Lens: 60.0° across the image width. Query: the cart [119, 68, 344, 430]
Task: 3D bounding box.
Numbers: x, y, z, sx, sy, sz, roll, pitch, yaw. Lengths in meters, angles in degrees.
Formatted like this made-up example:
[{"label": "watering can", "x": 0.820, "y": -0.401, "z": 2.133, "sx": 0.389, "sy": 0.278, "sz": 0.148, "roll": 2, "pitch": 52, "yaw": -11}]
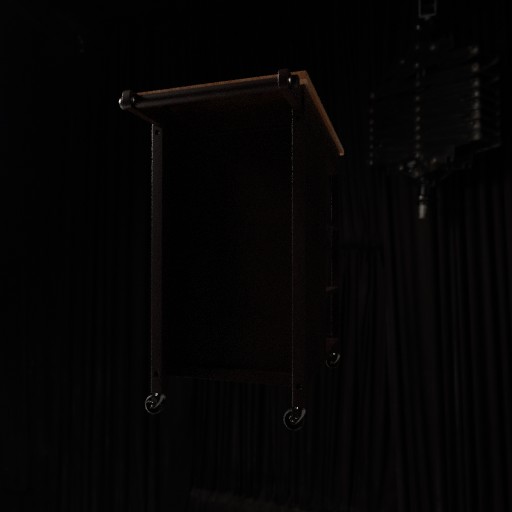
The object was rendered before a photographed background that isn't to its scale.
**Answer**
[{"label": "cart", "x": 0.000, "y": 0.000, "z": 1.445, "sx": 0.472, "sy": 0.878, "sz": 0.914, "roll": 0, "pitch": -1, "yaw": 18}]
